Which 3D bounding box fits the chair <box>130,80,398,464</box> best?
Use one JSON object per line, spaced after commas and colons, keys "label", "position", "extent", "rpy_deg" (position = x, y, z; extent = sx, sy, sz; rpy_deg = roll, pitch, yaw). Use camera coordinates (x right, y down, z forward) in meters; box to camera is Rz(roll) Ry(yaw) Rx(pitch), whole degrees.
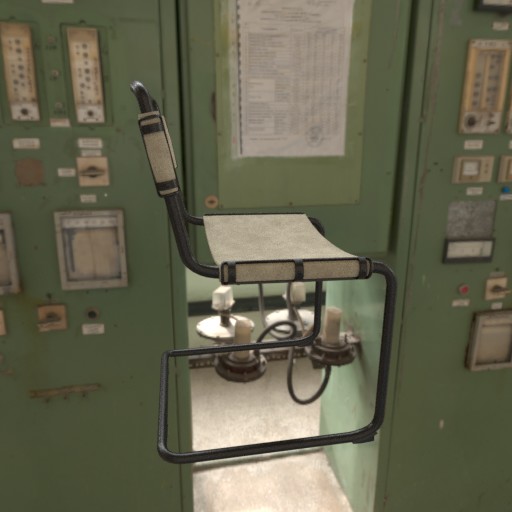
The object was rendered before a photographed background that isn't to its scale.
{"label": "chair", "position": [0.000, 0.000, 1.061], "extent": [0.497, 0.747, 0.499], "rpy_deg": [-3, 17, -10]}
